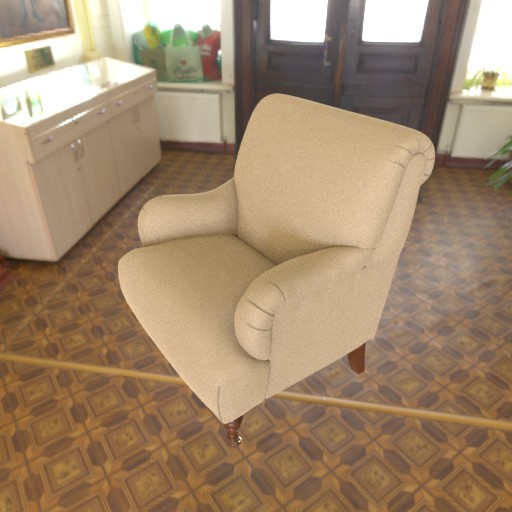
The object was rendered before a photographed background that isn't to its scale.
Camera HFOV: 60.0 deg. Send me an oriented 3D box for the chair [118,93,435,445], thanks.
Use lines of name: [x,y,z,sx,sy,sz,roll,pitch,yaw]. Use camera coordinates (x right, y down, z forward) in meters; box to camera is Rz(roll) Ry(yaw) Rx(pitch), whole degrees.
chair: [0.000,0.000,1.578,0.842,0.942,0.766,-20,37,-30]
